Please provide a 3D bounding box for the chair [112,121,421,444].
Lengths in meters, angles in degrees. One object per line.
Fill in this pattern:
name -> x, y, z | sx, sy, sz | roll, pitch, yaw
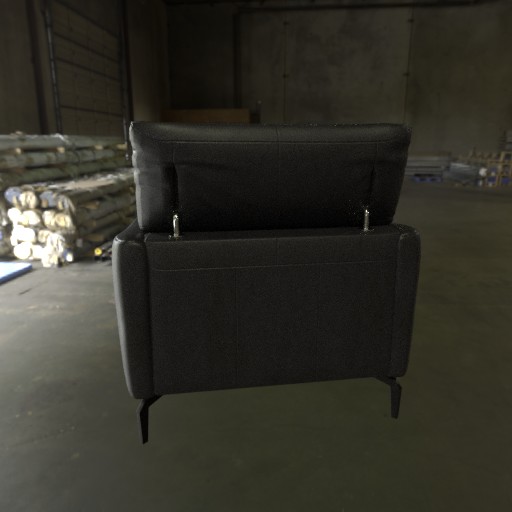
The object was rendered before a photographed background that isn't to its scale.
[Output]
chair -> 0.000, 0.000, 1.675 | 0.976, 0.949, 0.809 | -2, 15, -9
